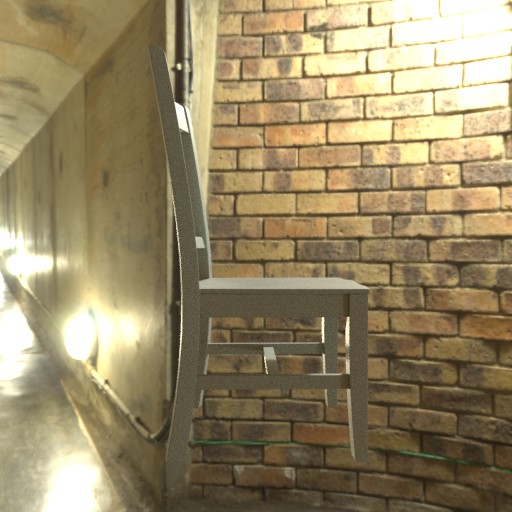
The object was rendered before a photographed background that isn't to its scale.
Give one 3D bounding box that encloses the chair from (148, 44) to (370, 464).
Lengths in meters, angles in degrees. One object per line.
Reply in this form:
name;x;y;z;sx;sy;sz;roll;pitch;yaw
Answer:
chair;0.000;0.000;1.269;0.555;0.998;0.450;0;1;-1
